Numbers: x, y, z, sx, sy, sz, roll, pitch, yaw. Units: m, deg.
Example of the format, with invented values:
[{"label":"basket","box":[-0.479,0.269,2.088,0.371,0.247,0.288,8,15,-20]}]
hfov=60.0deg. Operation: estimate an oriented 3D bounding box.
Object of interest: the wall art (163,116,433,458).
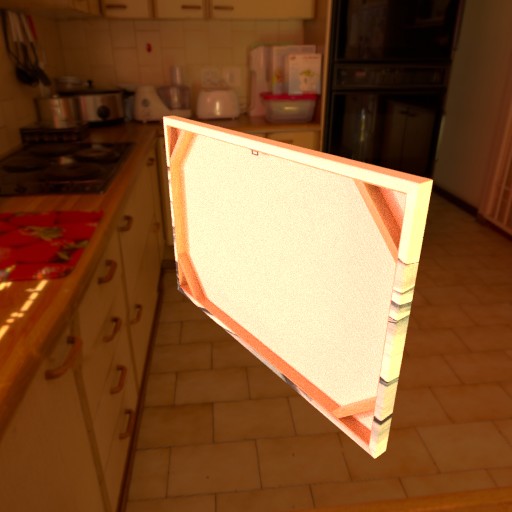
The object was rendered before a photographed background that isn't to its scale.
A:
[{"label":"wall art","box":[0.000,0.000,1.166,0.039,0.609,0.914,-17,30,-32]}]
